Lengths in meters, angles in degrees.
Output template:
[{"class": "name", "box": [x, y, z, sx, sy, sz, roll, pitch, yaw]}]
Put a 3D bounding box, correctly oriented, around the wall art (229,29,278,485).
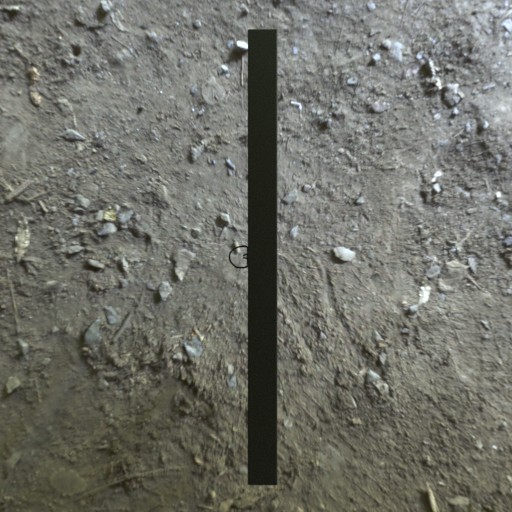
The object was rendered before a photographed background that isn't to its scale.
[{"class": "wall art", "box": [0.000, 0.000, 0.513, 0.038, 0.349, 0.349, 0, 91, 1]}]
